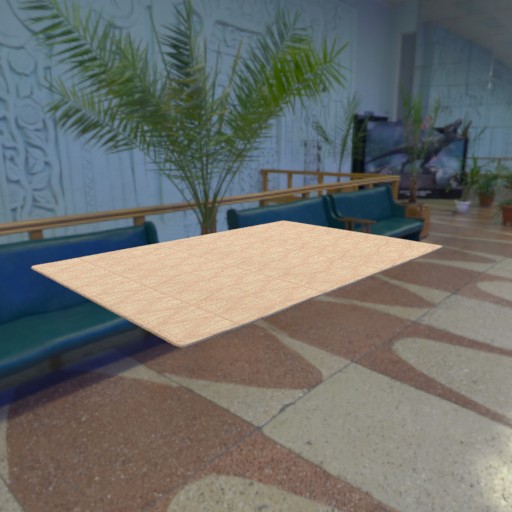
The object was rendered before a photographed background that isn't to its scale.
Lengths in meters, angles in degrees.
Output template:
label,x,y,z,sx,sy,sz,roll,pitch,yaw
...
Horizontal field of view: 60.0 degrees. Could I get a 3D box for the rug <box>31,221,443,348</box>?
label,x,y,z,sx,sy,sz,roll,pitch,yaw
rug,0.000,0.000,3.032,1.609,0.015,2.390,14,20,43
